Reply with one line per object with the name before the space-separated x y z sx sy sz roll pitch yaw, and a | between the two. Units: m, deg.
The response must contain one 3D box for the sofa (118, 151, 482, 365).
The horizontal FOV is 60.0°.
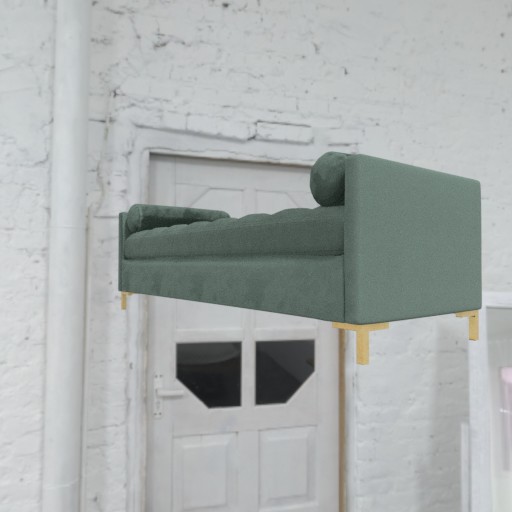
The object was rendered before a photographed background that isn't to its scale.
sofa | 0.000 0.000 2.413 0.796 0.705 2.102 1 -1 -37
